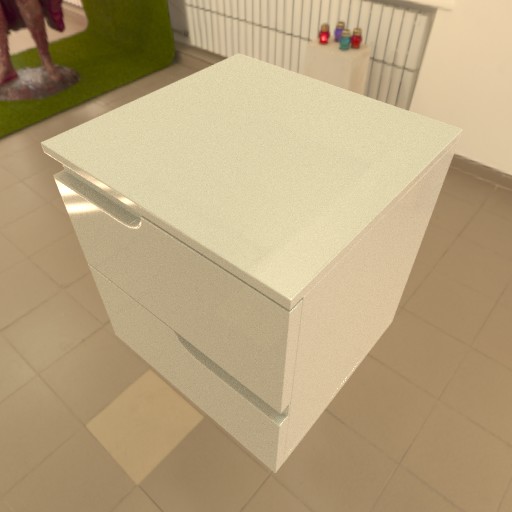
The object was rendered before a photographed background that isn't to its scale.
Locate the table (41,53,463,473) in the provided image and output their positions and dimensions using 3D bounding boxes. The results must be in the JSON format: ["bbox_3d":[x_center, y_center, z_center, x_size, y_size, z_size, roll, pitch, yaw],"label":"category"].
[{"bbox_3d":[0.000,0.000,0.775,0.420,0.470,0.400,31,53,27],"label":"table"}]
